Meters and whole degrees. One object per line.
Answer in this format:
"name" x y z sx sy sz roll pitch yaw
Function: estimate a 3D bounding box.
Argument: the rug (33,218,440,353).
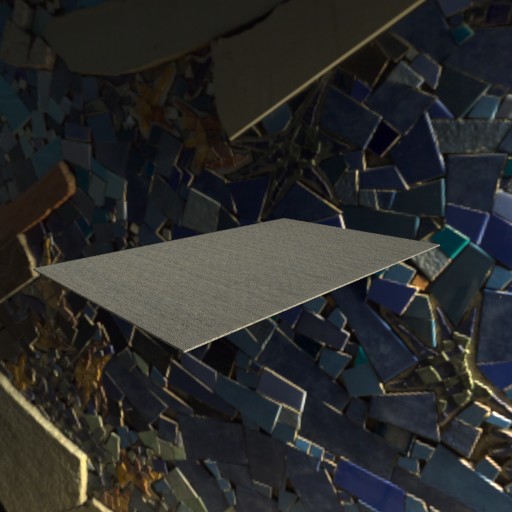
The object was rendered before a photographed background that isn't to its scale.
"rug" 0.000 0.000 2.245 1.142 0.006 1.752 15 21 42
